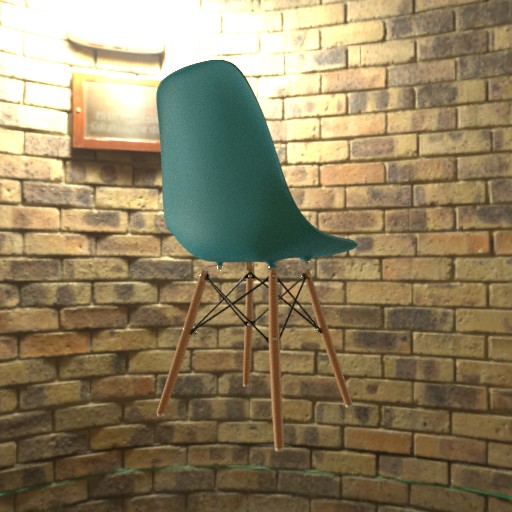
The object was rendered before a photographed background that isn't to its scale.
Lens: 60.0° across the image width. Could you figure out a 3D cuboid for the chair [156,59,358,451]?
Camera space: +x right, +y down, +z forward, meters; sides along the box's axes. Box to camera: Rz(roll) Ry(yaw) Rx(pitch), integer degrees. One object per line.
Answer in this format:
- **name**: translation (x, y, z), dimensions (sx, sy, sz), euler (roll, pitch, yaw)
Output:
- **chair**: translation (0.000, 0.000, 1.180), dimensions (0.470, 0.826, 0.531), euler (-1, -2, 36)
